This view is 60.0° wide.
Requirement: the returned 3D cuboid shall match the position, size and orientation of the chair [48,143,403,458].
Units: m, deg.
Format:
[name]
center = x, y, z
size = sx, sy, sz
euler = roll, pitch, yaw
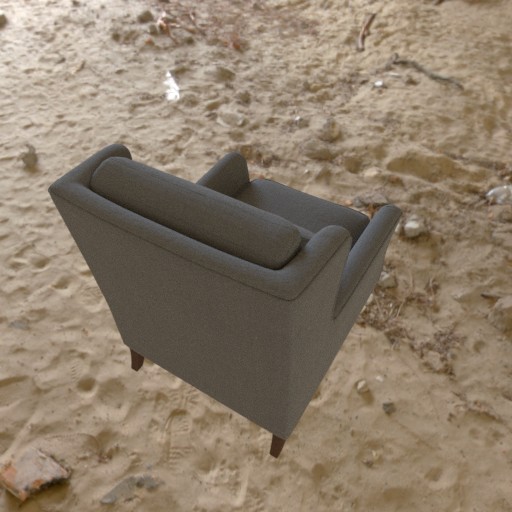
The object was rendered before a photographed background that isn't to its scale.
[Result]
[chair]
center = 0.000, 0.000, 1.778
size = 0.866, 1.056, 1.040
euler = 24, 50, 22
